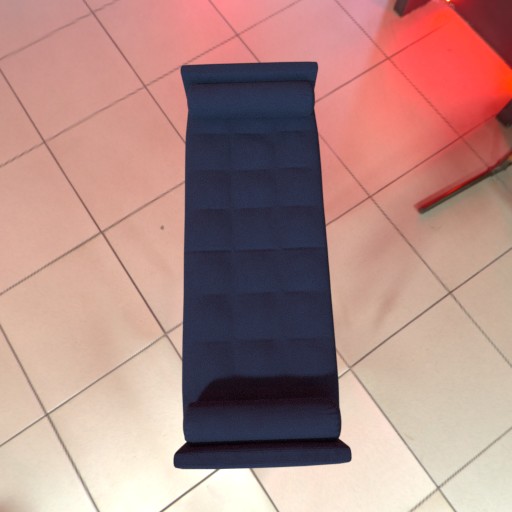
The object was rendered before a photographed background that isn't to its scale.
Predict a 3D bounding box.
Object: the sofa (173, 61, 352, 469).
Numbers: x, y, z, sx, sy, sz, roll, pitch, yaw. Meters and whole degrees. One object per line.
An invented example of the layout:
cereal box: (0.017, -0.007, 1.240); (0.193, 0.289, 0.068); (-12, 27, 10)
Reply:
sofa: (0.000, 0.000, 2.504); (0.797, 0.657, 2.102); (-2, 74, -1)
